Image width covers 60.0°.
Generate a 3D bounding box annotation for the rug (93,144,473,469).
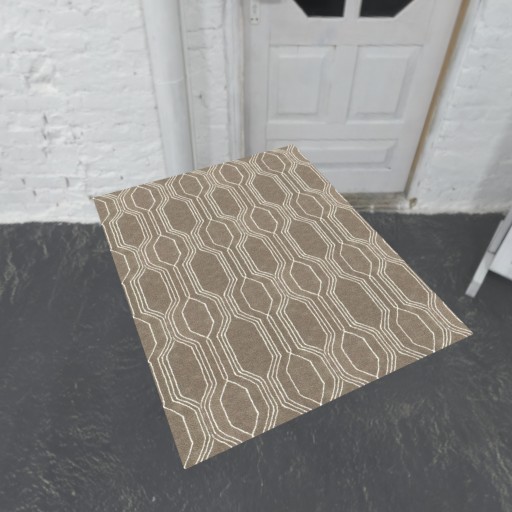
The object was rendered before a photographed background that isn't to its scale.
[{"bbox_3d":[0.000,0.000,4.186,2.457,0.012,3.062,-19,49,-17],"label":"rug"}]
